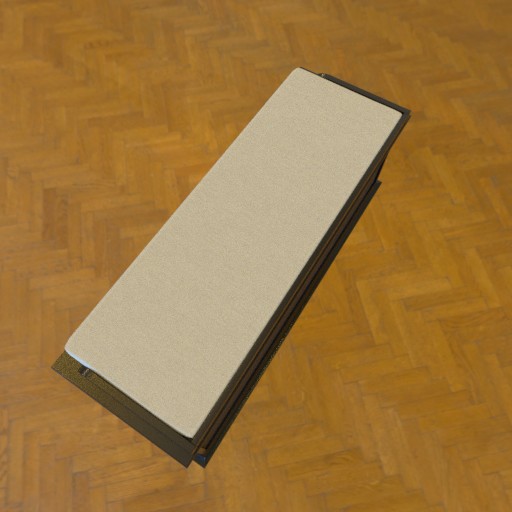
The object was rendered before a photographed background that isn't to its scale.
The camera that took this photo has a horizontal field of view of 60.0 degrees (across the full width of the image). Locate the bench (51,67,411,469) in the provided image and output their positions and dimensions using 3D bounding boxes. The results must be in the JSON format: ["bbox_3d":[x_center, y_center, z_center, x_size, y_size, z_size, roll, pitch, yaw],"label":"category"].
[{"bbox_3d":[0.000,0.000,1.403,0.402,0.501,1.185,30,68,13],"label":"bench"}]
